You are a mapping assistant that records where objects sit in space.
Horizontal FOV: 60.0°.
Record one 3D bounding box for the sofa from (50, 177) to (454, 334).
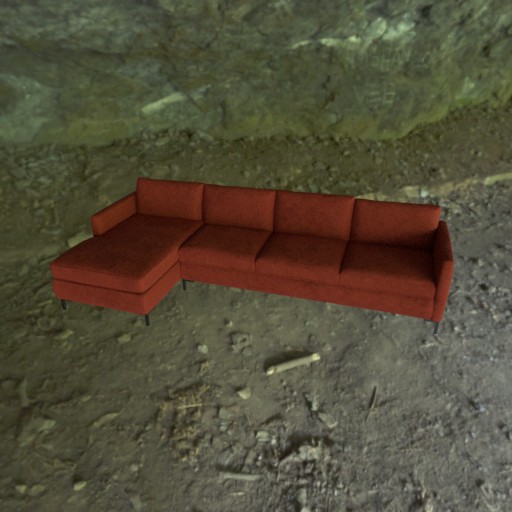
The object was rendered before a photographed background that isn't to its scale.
[{"bbox_3d":[0.000,0.000,2.989,2.467,0.663,1.136,8,28,15],"label":"sofa"}]
